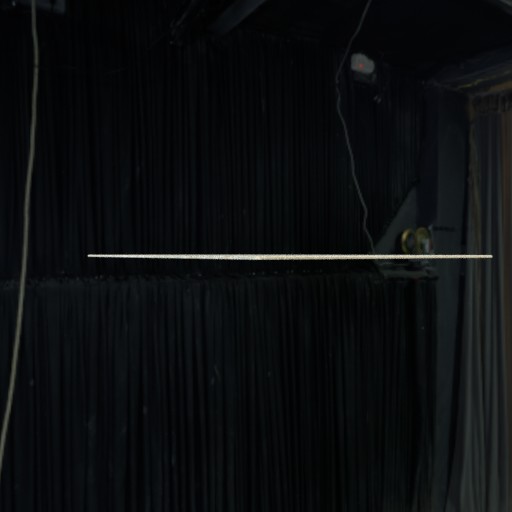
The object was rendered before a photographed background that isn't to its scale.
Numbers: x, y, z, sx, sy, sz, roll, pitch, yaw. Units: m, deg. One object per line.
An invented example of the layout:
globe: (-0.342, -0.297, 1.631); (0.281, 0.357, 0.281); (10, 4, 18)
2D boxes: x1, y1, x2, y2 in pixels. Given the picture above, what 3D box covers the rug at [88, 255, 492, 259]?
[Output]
rug: (0.000, 0.000, 2.317); (1.240, 0.010, 1.824); (0, 0, -35)
